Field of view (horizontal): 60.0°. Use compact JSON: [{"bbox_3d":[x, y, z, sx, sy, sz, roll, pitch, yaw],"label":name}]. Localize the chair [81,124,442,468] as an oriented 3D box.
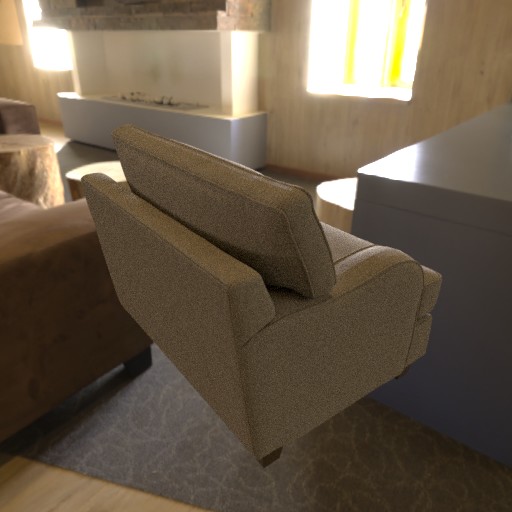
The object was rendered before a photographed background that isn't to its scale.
[{"bbox_3d":[0.000,0.000,1.921,1.040,1.016,1.220,-19,32,-32],"label":"chair"}]
